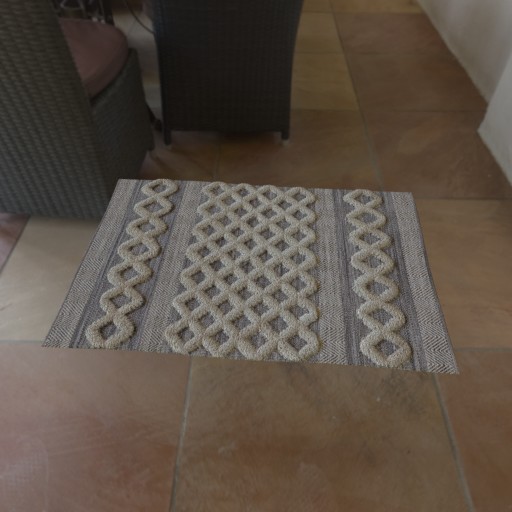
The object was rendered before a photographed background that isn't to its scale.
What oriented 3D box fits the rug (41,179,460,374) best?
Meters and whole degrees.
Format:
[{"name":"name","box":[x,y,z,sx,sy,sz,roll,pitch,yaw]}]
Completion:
[{"name":"rug","box":[0.000,0.000,2.331,1.823,0.030,1.222,3,47,3]}]
